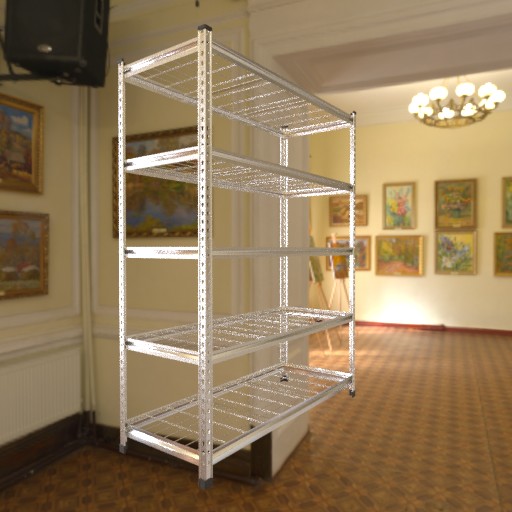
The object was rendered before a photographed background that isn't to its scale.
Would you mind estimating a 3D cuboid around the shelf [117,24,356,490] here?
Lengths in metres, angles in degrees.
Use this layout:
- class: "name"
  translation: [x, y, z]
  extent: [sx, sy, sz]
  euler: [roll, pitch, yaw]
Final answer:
- class: "shelf"
  translation: [0.000, 0.000, 2.671]
  extent: [0.610, 1.981, 1.524]
  euler: [1, 1, 37]
